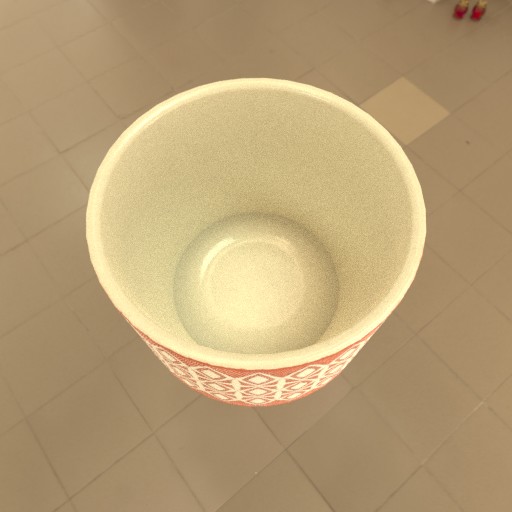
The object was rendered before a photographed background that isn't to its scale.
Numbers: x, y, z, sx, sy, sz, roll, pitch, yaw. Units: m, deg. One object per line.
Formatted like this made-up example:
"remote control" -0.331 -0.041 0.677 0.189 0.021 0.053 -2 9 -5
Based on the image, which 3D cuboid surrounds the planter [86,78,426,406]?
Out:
"planter" 0.000 0.000 0.318 0.192 0.148 0.192 0 64 0
